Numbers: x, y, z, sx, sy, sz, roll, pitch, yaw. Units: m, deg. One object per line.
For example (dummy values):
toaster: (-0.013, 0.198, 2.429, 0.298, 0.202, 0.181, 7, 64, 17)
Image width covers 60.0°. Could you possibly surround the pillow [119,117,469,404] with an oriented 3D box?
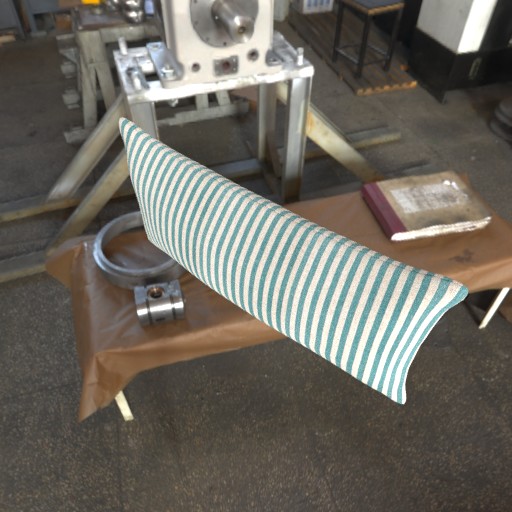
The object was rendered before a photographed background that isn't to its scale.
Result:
pillow: (0.000, 0.000, 0.738, 0.617, 0.295, 0.151, 30, 53, 26)
